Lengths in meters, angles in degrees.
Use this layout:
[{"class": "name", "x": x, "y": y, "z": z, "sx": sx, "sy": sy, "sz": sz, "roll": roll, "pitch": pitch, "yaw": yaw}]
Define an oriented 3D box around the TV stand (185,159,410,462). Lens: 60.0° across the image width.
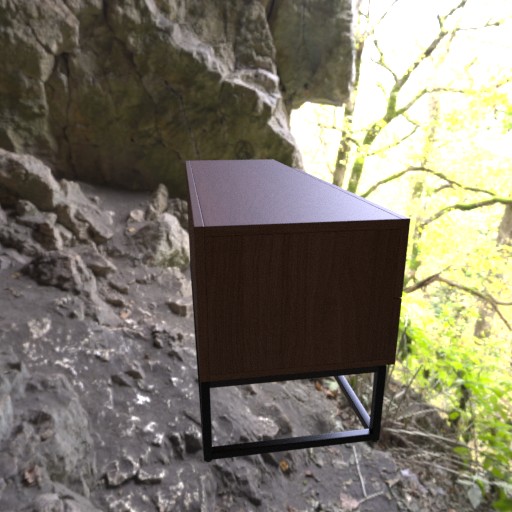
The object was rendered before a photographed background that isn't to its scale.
[{"class": "TV stand", "x": 0.000, "y": 0.000, "z": 1.433, "sx": 0.415, "sy": 0.500, "sz": 1.200, "roll": -3, "pitch": 18, "yaw": -9}]
